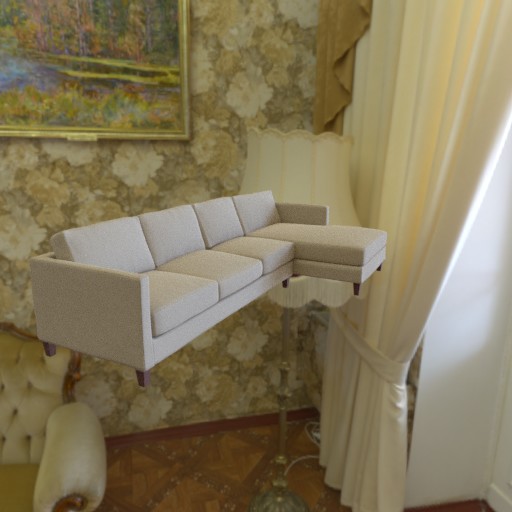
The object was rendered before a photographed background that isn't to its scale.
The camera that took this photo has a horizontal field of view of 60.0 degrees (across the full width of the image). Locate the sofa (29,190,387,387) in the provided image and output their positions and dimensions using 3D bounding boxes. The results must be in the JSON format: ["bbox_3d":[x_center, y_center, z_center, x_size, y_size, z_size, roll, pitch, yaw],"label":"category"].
[{"bbox_3d":[0.000,0.000,3.869,1.625,0.861,3.186,8,16,27],"label":"sofa"}]
